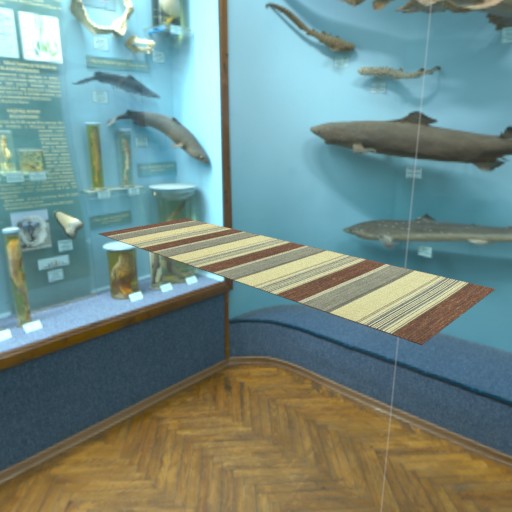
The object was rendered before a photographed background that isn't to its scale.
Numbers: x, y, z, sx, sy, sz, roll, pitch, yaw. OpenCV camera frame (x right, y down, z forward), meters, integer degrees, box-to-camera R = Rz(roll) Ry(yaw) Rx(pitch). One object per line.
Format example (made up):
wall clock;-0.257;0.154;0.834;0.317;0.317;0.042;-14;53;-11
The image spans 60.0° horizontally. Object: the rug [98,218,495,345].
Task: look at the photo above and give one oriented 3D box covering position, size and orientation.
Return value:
rug;0.000;0.000;2.671;2.437;0.006;0.792;15;22;42
